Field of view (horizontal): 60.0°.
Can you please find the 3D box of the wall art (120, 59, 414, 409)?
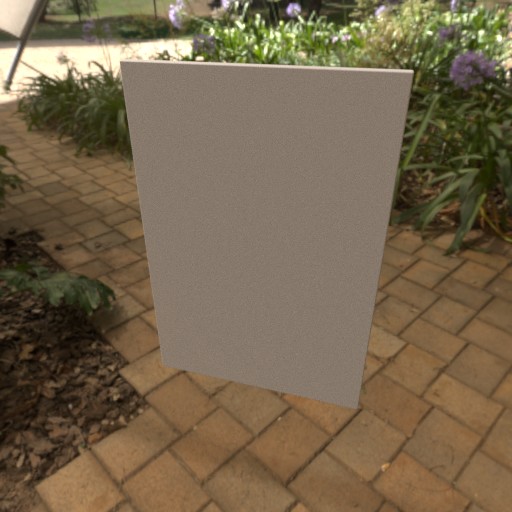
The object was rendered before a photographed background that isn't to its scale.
[{"bbox_3d":[0.000,0.000,1.019,0.556,0.813,0.026,9,31,14],"label":"wall art"}]
